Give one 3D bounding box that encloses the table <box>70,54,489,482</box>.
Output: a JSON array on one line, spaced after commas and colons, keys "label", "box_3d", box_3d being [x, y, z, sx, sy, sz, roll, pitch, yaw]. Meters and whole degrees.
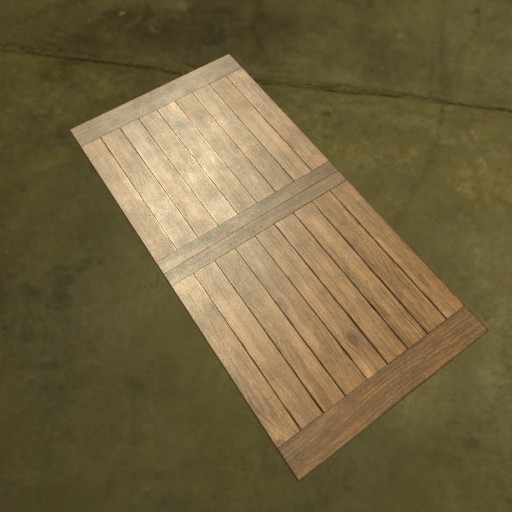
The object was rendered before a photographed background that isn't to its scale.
[{"label": "table", "box_3d": [0.000, 0.000, 2.295, 0.931, 0.757, 1.867, -32, 68, -14]}]
